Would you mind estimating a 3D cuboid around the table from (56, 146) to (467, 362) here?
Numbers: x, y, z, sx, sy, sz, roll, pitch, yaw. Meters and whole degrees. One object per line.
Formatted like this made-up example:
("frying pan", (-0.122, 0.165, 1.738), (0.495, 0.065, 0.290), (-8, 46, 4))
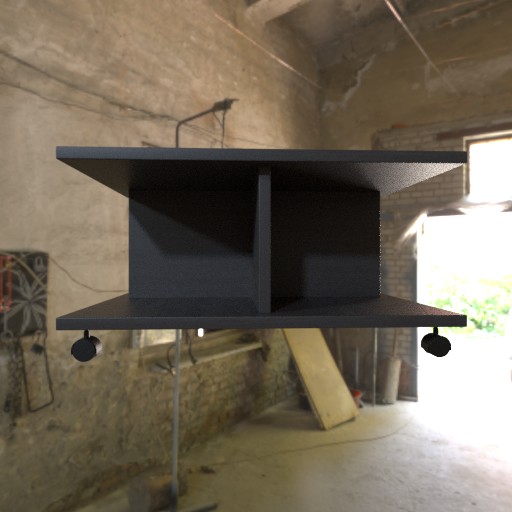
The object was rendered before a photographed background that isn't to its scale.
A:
("table", (0.000, 0.000, 1.198), (0.762, 0.396, 0.762), (0, 0, -3))
